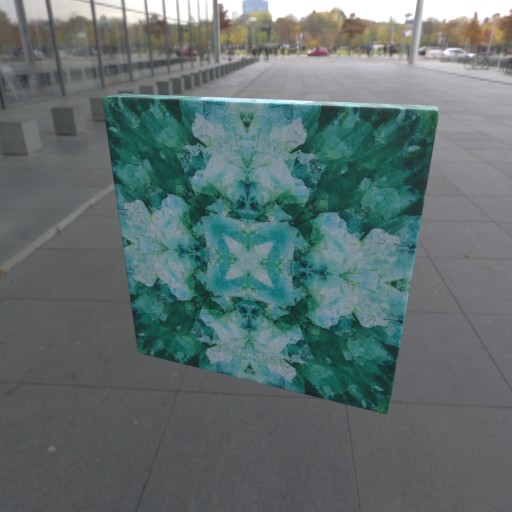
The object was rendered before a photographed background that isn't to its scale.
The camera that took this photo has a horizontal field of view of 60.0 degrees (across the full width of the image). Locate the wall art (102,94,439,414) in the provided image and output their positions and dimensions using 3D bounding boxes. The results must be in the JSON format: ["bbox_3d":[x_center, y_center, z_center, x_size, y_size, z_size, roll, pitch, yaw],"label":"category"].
[{"bbox_3d":[0.000,0.000,0.471,0.313,0.313,0.033,9,27,18],"label":"wall art"}]
